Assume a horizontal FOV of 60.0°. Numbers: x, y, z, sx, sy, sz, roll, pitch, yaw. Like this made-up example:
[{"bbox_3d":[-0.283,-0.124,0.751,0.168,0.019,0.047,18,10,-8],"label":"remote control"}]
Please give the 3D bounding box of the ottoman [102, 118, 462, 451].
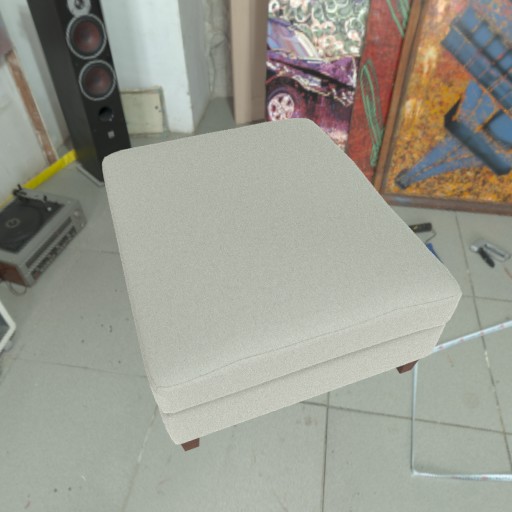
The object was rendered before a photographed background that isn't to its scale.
[{"bbox_3d":[0.000,0.000,1.494,0.836,0.492,0.976,-15,48,-14],"label":"ottoman"}]
